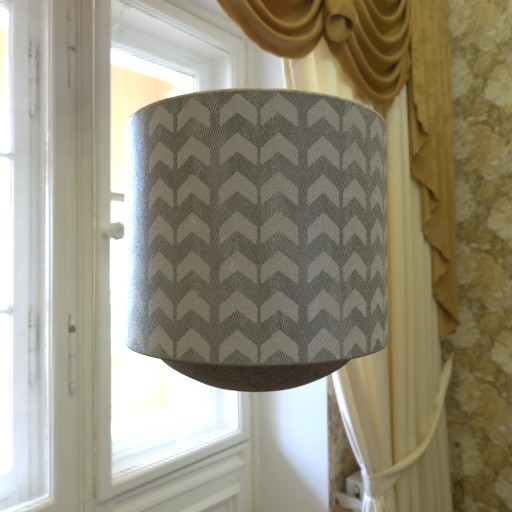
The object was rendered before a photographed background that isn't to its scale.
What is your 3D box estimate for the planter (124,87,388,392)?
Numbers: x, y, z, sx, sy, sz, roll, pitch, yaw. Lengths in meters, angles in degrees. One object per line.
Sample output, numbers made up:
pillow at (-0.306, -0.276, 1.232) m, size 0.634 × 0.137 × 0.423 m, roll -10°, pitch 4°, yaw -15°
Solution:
planter at (0.000, 0.000, 0.440) m, size 0.250 × 0.239 × 0.250 m, roll 0°, pitch -1°, yaw 0°
